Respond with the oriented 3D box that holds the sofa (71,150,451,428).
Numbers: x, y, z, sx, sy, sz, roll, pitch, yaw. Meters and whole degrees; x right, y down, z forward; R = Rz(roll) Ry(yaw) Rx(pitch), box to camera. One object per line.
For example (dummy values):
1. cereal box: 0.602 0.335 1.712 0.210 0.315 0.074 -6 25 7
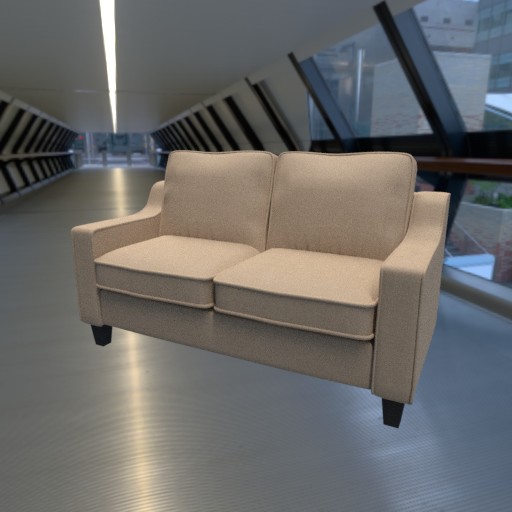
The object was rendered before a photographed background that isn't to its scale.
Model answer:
1. sofa: 0.000 0.000 3.411 2.587 1.562 1.351 7 16 26
